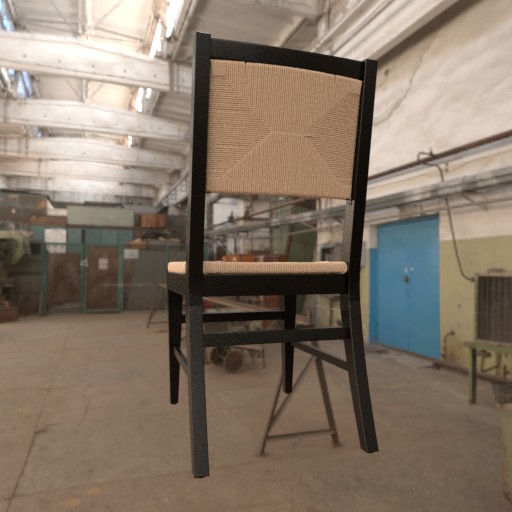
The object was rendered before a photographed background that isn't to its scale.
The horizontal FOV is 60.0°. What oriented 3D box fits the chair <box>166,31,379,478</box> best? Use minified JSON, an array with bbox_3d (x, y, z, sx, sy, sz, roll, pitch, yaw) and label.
[{"bbox_3d":[0.000,0.000,1.229,0.437,0.927,0.552,0,-1,-18],"label":"chair"}]
